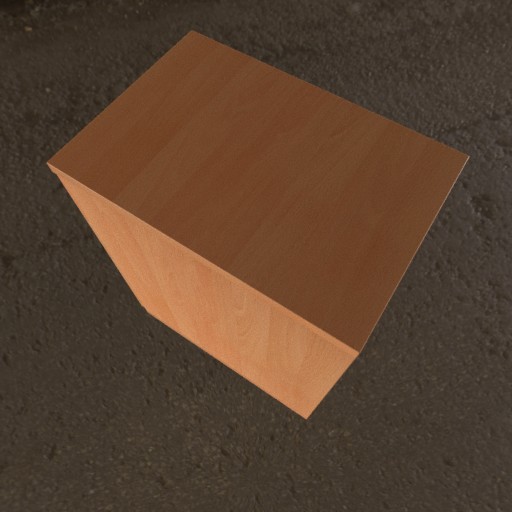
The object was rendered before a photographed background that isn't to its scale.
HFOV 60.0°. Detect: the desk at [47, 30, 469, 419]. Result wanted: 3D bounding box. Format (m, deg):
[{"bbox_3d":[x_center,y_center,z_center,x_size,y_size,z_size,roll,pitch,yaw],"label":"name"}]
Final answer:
[{"bbox_3d":[0.000,0.000,1.073,0.600,0.730,0.404,30,67,14],"label":"desk"}]
